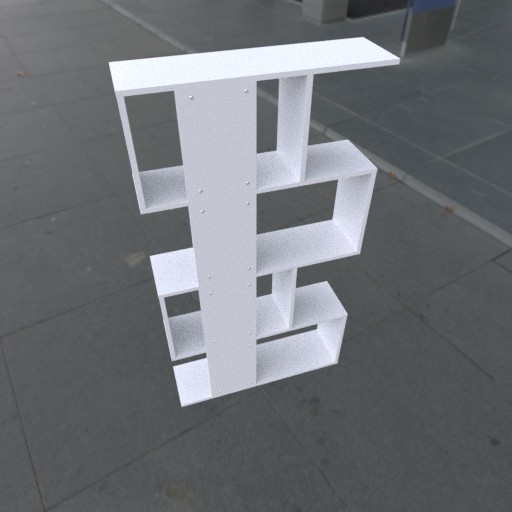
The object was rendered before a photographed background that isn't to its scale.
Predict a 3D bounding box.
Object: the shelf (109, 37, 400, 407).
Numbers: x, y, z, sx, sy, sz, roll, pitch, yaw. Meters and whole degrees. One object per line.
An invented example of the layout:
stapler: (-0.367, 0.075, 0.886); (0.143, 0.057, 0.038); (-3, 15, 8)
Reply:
shelf: (0.000, 0.000, 1.949); (0.890, 1.650, 0.250); (-12, 43, -13)
